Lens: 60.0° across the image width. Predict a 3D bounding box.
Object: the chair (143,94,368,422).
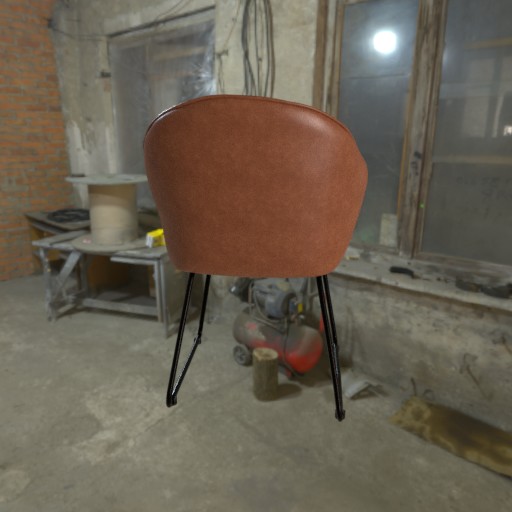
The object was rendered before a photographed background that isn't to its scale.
[{"bbox_3d":[0.000,0.000,1.216,0.582,0.785,0.580,2,15,6],"label":"chair"}]
